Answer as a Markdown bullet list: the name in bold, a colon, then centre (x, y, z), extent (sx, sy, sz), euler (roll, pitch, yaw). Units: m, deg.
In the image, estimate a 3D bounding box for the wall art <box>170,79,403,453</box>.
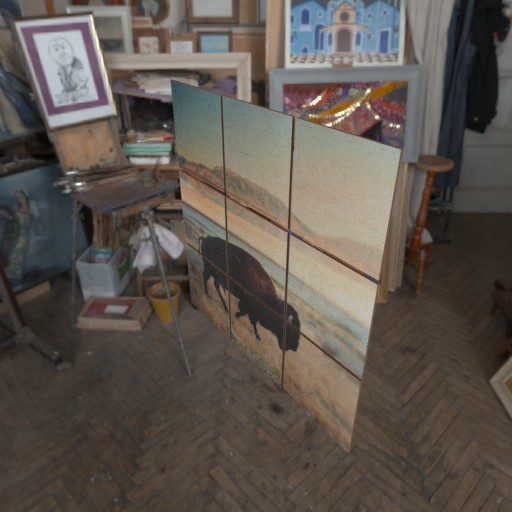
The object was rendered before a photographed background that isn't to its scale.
- **wall art**: centre (0.000, 0.000, 2.317), extent (0.019, 1.532, 1.533), euler (-22, 37, -31)
